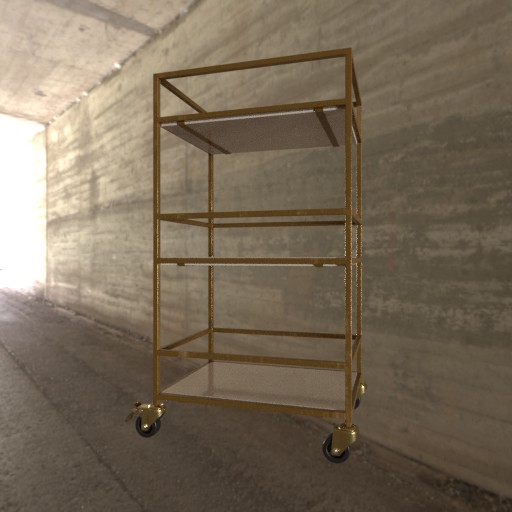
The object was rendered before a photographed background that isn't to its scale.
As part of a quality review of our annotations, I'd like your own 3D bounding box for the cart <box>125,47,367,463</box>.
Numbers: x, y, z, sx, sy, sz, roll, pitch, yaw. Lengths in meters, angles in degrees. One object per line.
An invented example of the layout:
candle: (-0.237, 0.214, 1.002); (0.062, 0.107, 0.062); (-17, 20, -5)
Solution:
cart: (0.000, 0.000, 1.019); (0.483, 0.761, 0.332); (0, 0, 17)
